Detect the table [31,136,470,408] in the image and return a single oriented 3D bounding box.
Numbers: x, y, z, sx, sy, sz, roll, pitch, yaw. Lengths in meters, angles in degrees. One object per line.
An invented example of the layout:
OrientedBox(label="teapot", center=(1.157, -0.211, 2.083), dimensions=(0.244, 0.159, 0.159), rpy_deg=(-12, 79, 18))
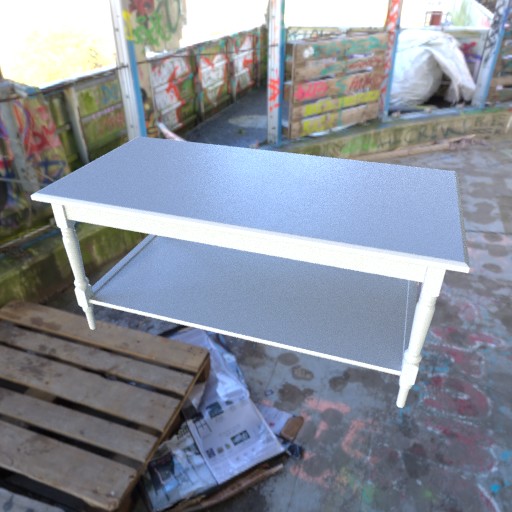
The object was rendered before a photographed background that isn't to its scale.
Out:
OrientedBox(label="table", center=(0.000, 0.000, 1.409), dimensions=(1.109, 0.506, 0.551), rpy_deg=(10, 34, 16))
